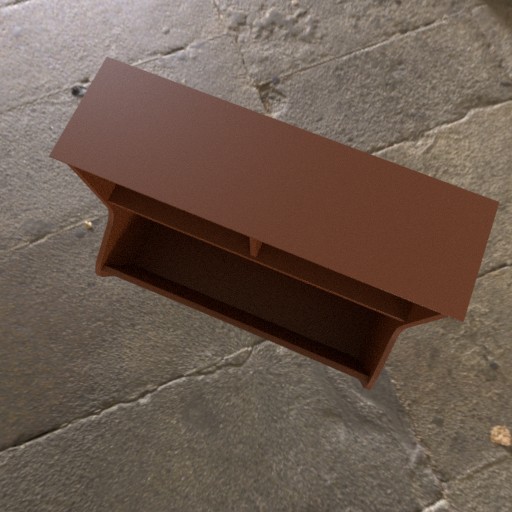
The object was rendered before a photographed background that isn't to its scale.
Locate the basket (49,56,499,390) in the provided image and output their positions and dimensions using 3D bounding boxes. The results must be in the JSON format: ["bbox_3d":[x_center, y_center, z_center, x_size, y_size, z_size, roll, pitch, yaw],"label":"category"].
[{"bbox_3d":[0.000,0.000,1.094,0.792,0.625,0.376,22,77,5],"label":"basket"}]
